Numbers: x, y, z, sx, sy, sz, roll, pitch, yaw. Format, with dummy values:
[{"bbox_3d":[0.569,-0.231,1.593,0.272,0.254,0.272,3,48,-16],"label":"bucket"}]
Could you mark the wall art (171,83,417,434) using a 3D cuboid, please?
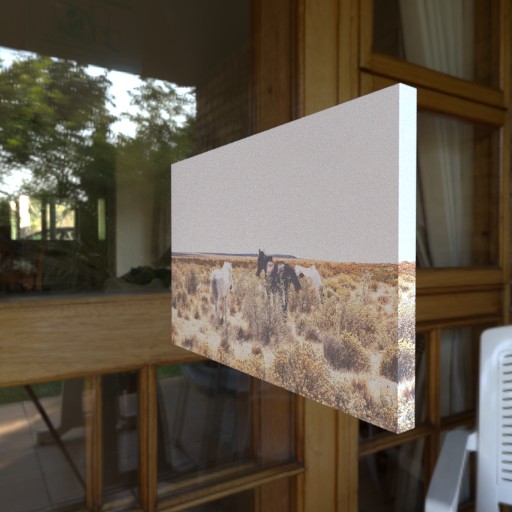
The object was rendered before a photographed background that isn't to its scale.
[{"bbox_3d":[0.000,0.000,1.153,0.050,0.610,0.914,-1,1,-36],"label":"wall art"}]
